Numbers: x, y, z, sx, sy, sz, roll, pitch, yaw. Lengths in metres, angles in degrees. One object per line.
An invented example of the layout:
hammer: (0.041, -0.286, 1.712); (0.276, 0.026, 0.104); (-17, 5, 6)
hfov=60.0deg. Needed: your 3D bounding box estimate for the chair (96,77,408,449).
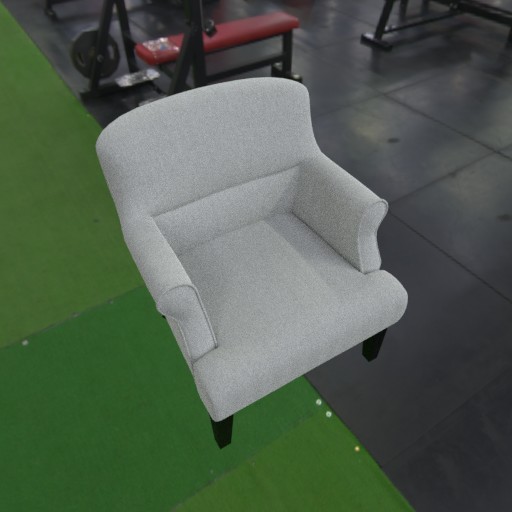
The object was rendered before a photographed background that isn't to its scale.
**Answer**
chair: (0.000, 0.000, 1.477); (0.781, 0.875, 0.750); (-23, 50, -21)
